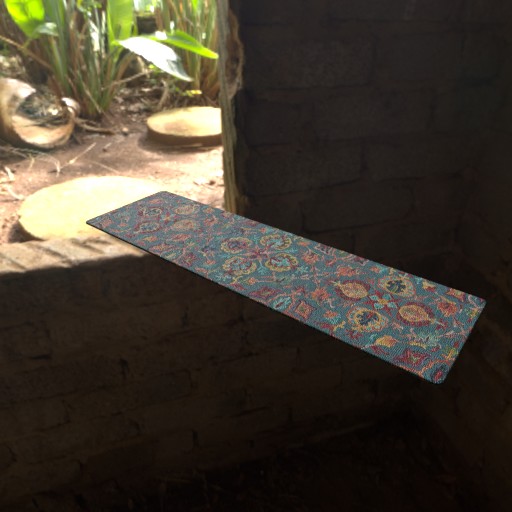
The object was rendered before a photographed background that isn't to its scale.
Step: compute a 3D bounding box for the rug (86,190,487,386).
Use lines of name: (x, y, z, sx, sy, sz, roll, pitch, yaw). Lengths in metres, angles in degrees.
rug: (0.000, 0.000, 2.493, 2.286, 0.013, 0.686, 22, 37, 32)
